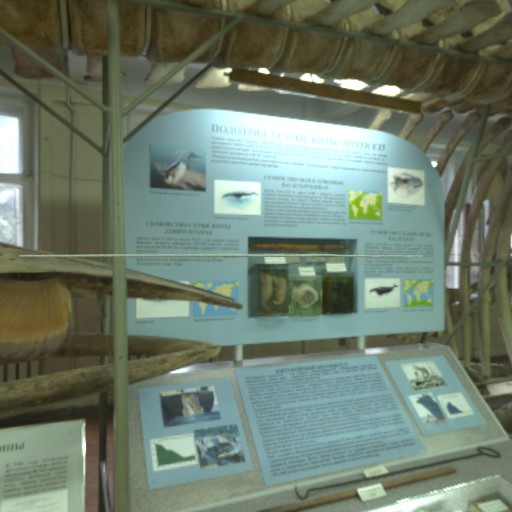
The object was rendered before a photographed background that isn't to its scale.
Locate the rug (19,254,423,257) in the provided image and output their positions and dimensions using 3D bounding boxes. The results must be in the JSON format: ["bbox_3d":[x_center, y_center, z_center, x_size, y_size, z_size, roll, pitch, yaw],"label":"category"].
[{"bbox_3d":[0.000,0.000,3.045,1.545,0.016,2.460,0,0,37],"label":"rug"}]
